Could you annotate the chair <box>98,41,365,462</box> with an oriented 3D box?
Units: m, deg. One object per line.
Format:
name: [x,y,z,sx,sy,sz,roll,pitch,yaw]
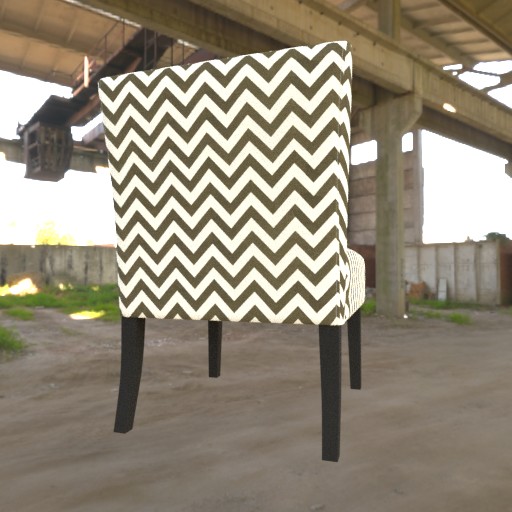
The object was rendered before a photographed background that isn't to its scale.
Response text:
chair: [0.000,0.000,1.239,0.589,0.838,0.648,0,-1,18]
